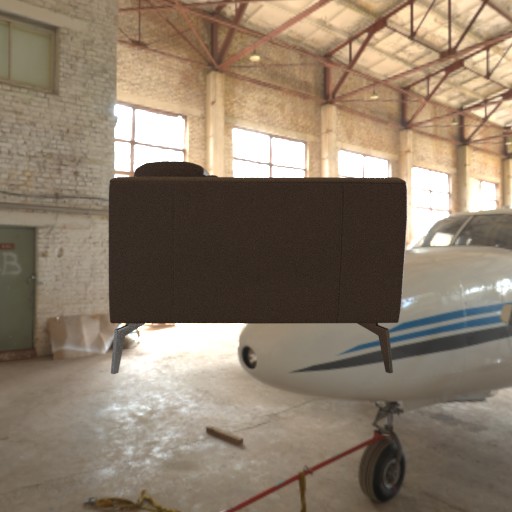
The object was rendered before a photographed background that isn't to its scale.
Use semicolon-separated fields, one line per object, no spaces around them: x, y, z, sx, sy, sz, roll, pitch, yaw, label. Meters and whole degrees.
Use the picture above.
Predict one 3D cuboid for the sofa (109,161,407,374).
0.000;0.000;2.369;1.003;0.779;1.895;0;0;-1;sofa
